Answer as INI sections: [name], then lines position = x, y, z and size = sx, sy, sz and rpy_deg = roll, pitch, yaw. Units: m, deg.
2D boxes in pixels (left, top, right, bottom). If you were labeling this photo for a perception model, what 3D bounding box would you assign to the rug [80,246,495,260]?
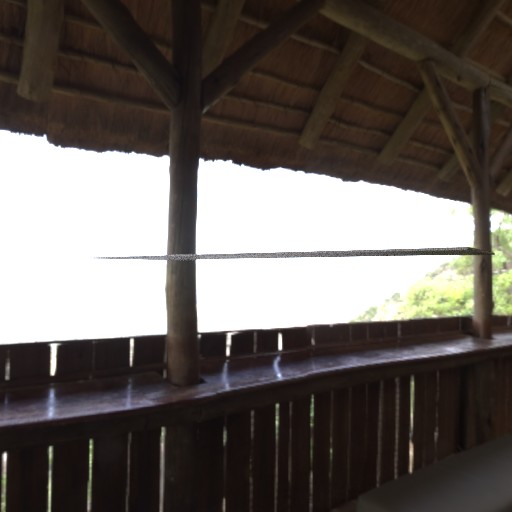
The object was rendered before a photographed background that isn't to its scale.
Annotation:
[rug]
position = 0.000, 0.000, 1.976
size = 1.827, 0.012, 0.553
rpy_deg = -1, -2, 35
